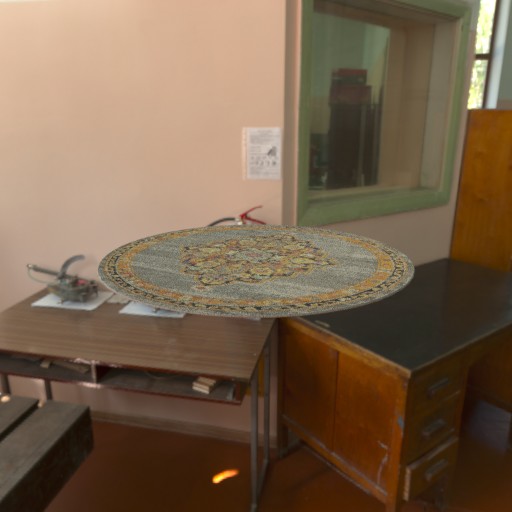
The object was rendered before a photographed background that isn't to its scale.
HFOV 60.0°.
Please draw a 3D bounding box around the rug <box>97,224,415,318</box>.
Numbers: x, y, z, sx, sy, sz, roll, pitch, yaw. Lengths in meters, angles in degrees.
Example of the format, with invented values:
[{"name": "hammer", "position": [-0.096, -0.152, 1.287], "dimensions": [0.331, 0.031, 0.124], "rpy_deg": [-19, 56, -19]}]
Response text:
[{"name": "rug", "position": [0.000, 0.000, 2.358], "dimensions": [1.598, 0.010, 1.598], "rpy_deg": [0, 16, 0]}]
